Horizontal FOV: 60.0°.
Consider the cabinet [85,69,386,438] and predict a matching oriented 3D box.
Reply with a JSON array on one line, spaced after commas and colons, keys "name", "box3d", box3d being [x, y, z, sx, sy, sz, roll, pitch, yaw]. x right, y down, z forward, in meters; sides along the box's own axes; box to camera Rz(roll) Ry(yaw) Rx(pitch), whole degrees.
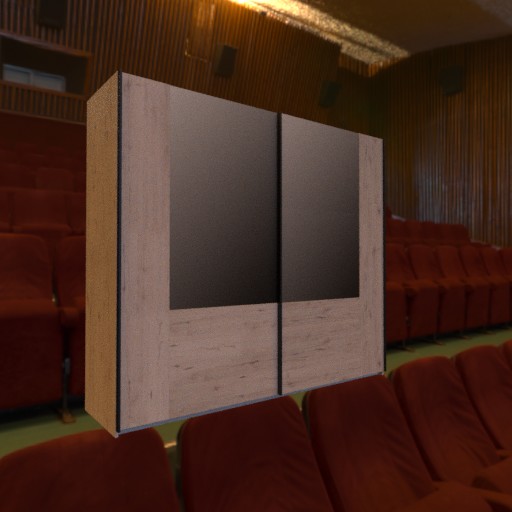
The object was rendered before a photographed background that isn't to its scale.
[{"name": "cabinet", "box3d": [0.000, 0.000, 3.611, 2.500, 2.180, 0.660, 1, -1, -37]}]
